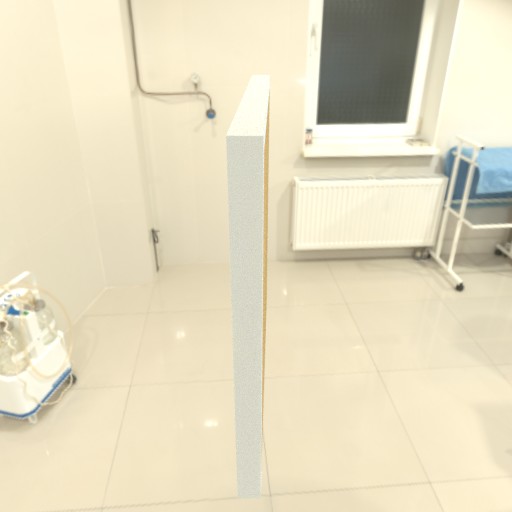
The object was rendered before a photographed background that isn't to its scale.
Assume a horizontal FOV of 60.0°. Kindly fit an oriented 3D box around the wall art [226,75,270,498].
[{"bbox_3d":[0.000,0.000,0.443,0.020,0.307,0.307,1,28,2],"label":"wall art"}]
